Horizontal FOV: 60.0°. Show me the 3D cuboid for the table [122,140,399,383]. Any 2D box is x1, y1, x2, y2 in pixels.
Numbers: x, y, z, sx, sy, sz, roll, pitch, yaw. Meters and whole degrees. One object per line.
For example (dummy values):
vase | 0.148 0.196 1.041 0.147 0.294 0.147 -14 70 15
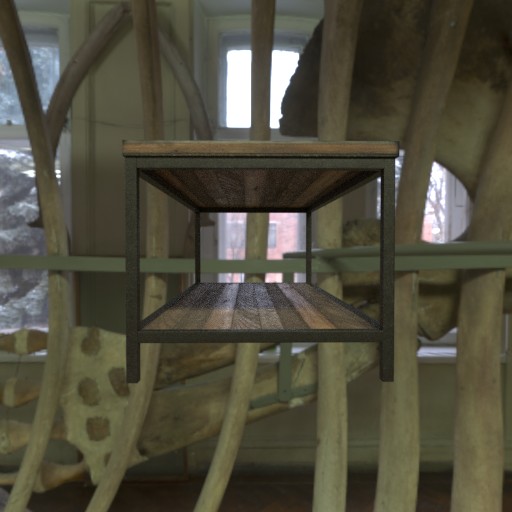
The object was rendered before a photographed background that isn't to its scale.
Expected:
table | 0.000 0.000 1.221 0.452 0.399 0.990 0 1 -1
